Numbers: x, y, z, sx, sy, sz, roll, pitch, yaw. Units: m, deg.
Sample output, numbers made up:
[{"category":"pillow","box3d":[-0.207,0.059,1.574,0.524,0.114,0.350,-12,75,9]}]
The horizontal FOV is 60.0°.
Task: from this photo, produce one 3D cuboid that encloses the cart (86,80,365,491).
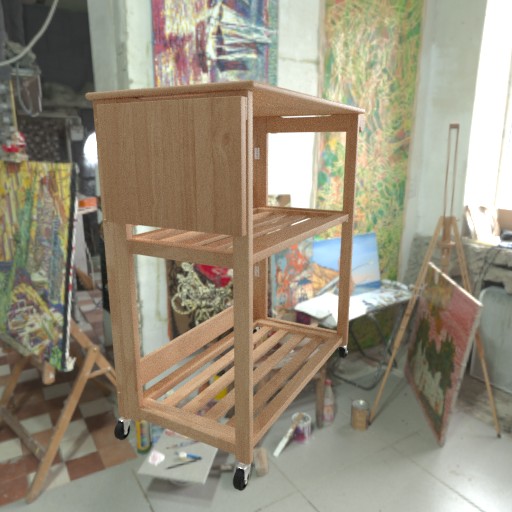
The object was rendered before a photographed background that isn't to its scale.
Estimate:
[{"category":"cart","box3d":[0.000,0.000,1.344,0.432,0.879,0.853,8,16,28]}]
